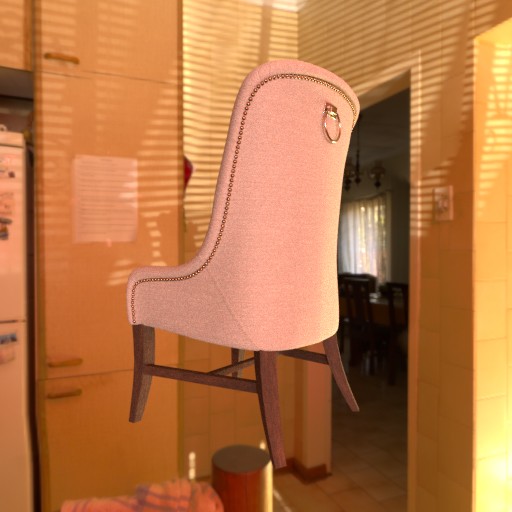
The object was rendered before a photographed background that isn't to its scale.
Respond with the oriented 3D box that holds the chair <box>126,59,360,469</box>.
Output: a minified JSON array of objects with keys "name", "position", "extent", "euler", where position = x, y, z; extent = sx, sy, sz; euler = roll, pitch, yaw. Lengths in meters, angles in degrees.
[{"name":"chair","position":[0.000,0.000,1.505],"extent":[0.629,1.091,0.634],"euler":[1,1,36]}]
